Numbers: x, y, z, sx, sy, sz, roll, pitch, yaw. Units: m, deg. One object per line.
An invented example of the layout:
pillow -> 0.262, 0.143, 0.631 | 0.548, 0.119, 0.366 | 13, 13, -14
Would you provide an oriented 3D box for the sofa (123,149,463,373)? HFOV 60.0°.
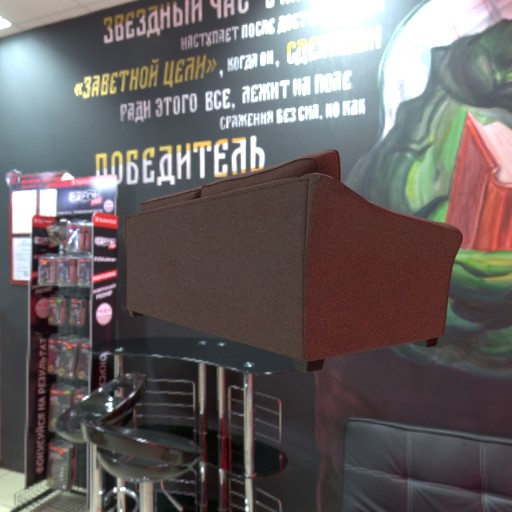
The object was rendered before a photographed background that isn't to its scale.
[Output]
sofa -> 0.000, 0.000, 2.799 | 0.986, 0.906, 2.270 | 0, 0, -35
